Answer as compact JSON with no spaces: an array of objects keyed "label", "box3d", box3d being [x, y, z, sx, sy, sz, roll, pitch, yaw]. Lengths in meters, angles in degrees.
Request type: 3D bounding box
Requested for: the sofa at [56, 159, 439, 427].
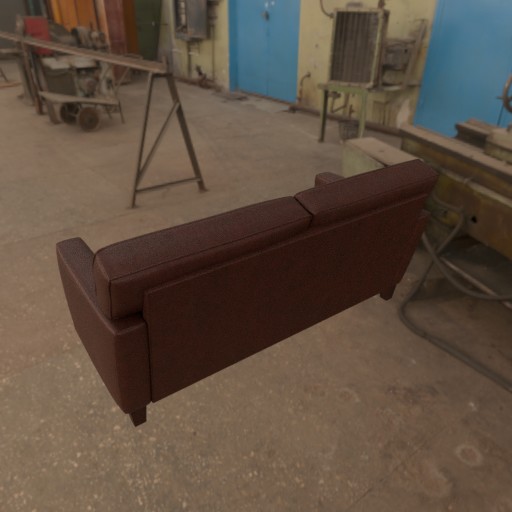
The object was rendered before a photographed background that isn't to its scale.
[{"label":"sofa","box3d":[0.000,0.000,2.405,1.876,0.928,0.912,-19,35,-30]}]
